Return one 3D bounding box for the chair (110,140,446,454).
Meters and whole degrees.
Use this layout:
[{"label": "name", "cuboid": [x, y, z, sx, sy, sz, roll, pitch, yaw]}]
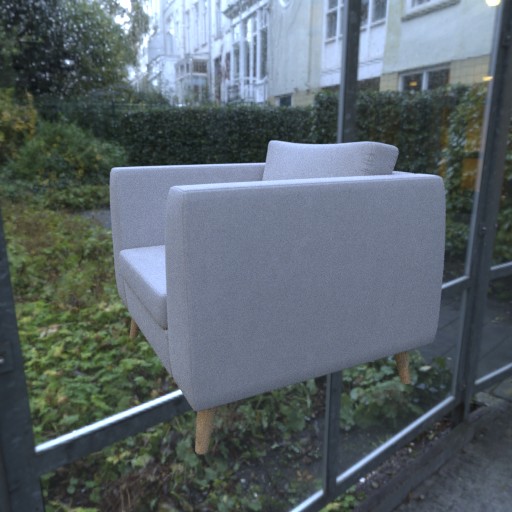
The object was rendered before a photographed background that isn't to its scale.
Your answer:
[{"label": "chair", "cuboid": [0.000, 0.000, 1.715, 0.930, 0.860, 1.000, -8, 17, -27]}]
